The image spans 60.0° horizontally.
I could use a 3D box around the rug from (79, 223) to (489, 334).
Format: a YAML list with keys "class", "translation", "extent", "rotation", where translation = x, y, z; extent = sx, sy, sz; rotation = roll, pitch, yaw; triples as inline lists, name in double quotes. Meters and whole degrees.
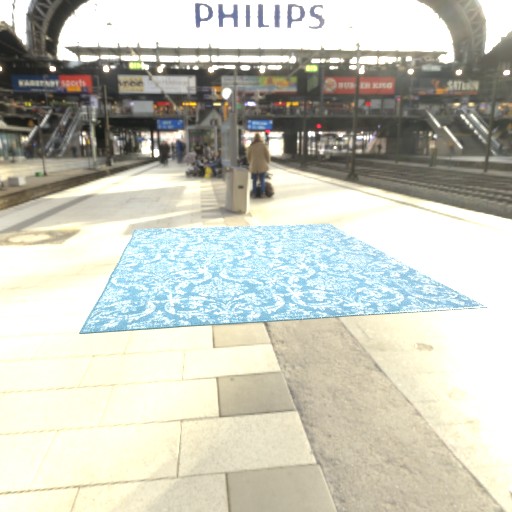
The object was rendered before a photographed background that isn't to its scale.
- class: "rug"
  translation: [0.000, 0.000, 3.916]
  extent: [2.363, 0.012, 2.980]
  rotation: [-2, 14, -9]
